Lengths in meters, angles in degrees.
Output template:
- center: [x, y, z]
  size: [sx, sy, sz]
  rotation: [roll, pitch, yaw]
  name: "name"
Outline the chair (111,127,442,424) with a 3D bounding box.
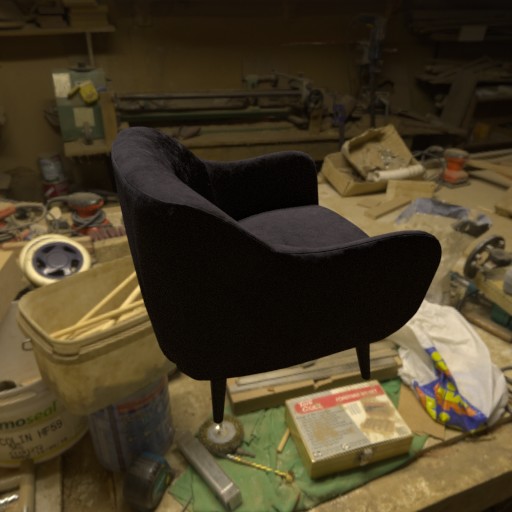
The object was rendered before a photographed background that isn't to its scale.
- center: [0.000, 0.000, 1.491]
  size: [0.819, 0.807, 0.840]
  rotation: [-10, 32, -17]
  name: "chair"
